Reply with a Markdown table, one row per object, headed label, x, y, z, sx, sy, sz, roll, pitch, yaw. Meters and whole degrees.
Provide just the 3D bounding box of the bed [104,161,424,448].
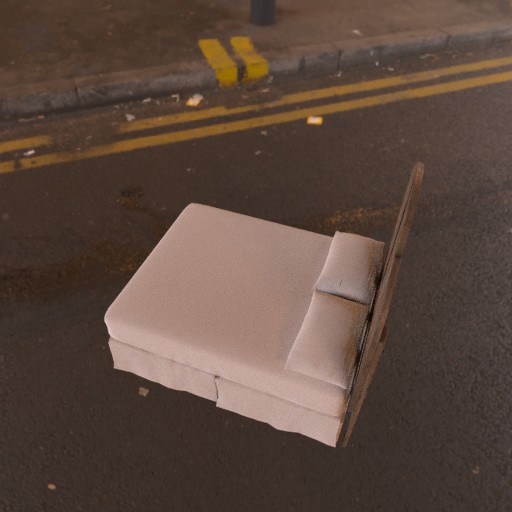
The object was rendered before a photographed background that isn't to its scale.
| label | x | y | z | sx | sy | sz | roll | pitch | yaw |
| --- | --- | --- | --- | --- | --- | --- | --- | --- | --- |
| bed | 0.000 | 0.000 | 3.532 | 2.138 | 2.019 | 1.713 | 15 | 48 | 14 |
